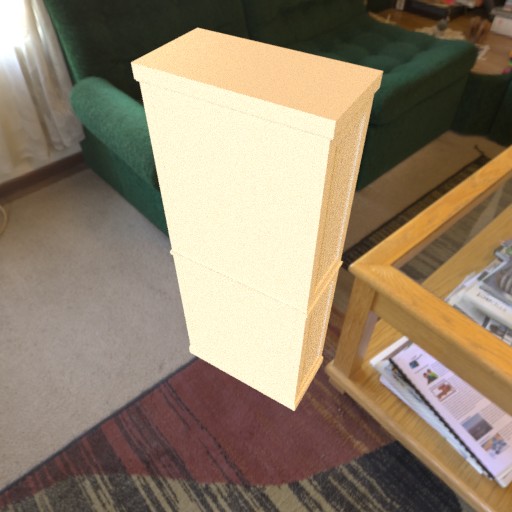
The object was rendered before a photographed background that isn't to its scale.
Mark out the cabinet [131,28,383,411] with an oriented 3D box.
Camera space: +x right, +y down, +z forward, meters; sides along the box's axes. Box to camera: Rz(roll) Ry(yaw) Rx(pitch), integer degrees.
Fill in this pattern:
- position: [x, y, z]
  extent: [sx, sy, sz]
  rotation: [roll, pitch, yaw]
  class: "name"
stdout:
- position: [0.000, 0.000, 2.138]
  extent: [0.754, 1.829, 0.390]
  rotation: [24, 51, 21]
  class: "cabinet"
